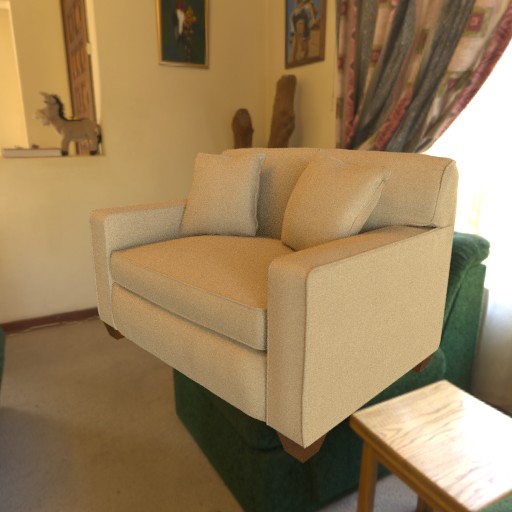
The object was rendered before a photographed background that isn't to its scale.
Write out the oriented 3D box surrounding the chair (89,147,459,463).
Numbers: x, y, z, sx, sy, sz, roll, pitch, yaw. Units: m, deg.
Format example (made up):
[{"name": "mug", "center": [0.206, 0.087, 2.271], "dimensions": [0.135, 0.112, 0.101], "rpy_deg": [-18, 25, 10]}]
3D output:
[{"name": "chair", "center": [0.000, 0.000, 2.016], "dimensions": [1.000, 0.948, 1.383], "rpy_deg": [-15, 21, -42]}]
